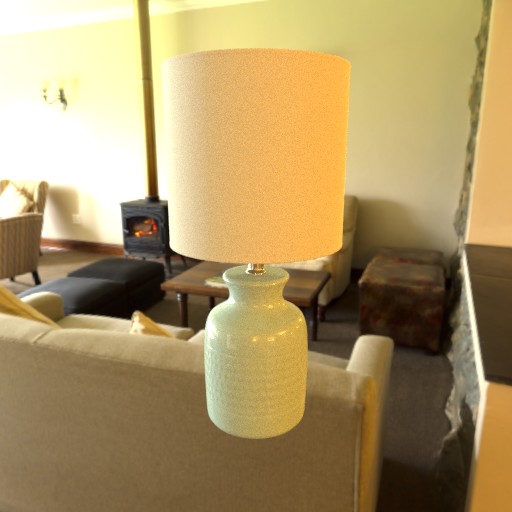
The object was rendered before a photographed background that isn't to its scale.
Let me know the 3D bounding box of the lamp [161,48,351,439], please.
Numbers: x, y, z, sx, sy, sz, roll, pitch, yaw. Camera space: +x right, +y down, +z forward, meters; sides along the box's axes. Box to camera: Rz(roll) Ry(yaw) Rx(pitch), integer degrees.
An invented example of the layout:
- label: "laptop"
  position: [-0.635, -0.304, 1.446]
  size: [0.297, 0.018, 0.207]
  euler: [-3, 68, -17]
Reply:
- label: "lamp"
  position: [0.000, 0.000, 1.101]
  size: [0.418, 0.871, 0.418]
  euler: [-7, 16, -26]
